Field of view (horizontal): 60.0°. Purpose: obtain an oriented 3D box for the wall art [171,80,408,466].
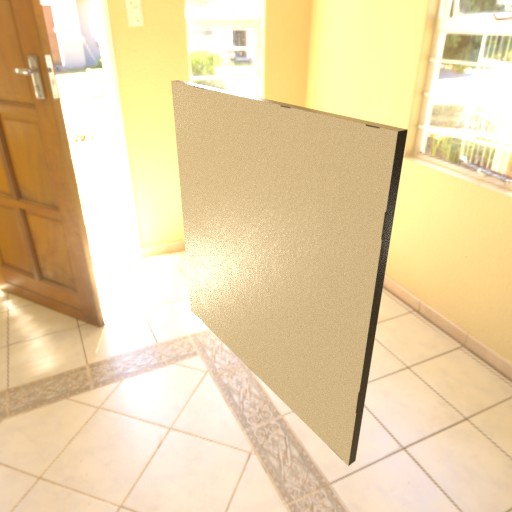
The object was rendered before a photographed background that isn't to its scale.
[{"bbox_3d":[0.000,0.000,0.655,0.014,0.445,0.446,-19,33,-31],"label":"wall art"}]
